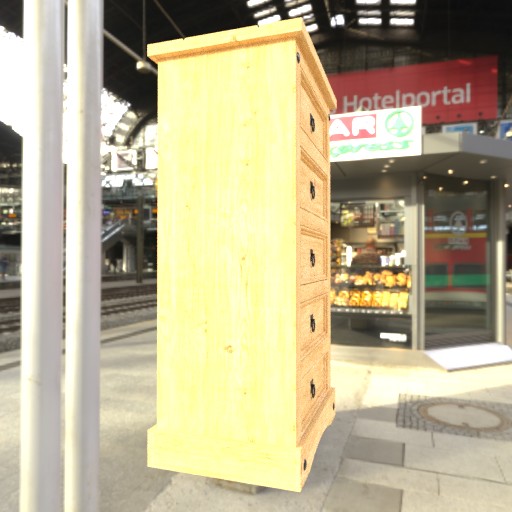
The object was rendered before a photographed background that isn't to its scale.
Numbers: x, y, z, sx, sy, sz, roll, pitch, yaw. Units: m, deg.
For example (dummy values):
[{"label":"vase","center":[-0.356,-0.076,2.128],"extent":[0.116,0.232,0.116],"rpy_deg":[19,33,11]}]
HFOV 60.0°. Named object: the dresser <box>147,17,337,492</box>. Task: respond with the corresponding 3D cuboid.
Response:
[{"label":"dresser","center":[0.000,0.000,1.281],"extent":[0.390,1.041,0.531],"rpy_deg":[0,-1,18]}]
